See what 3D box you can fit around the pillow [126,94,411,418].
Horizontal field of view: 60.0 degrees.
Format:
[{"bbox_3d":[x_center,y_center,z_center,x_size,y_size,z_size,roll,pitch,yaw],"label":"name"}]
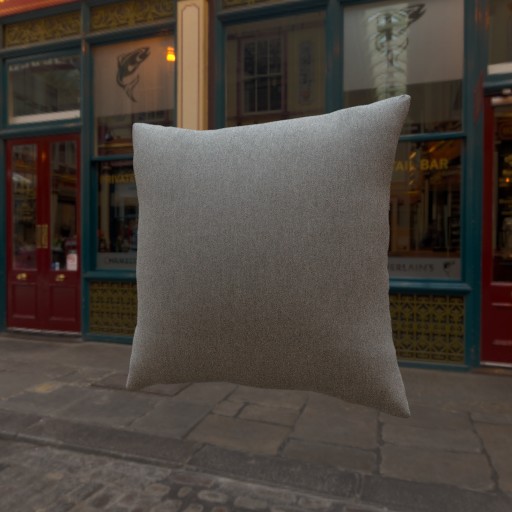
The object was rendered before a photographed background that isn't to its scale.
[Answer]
[{"bbox_3d":[0.000,0.000,0.656,0.433,0.436,0.173,0,0,18],"label":"pillow"}]
